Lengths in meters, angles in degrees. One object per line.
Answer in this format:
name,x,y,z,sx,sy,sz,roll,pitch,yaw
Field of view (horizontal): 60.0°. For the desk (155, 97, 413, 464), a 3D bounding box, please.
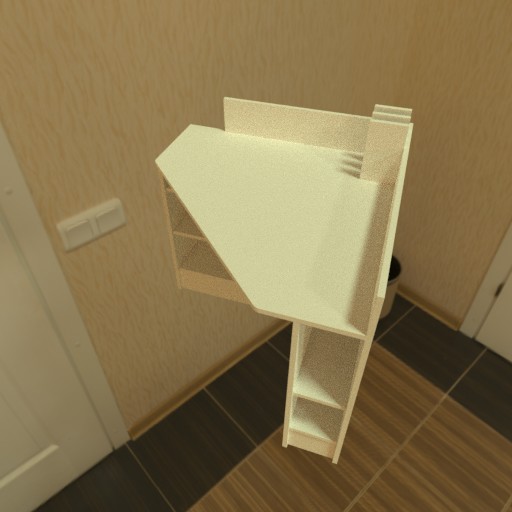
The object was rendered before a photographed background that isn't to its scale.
desk,0.000,0.000,1.734,0.940,0.986,0.940,13,44,14
